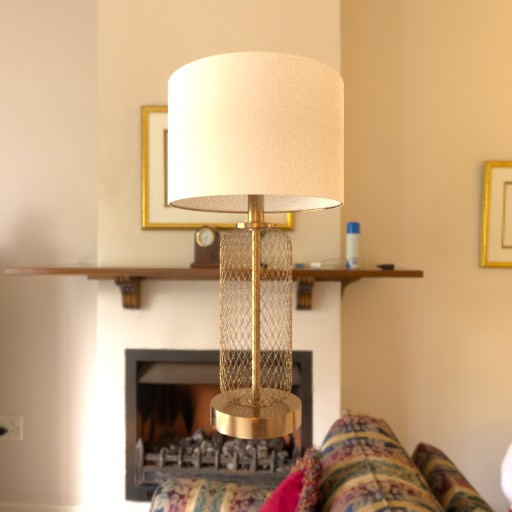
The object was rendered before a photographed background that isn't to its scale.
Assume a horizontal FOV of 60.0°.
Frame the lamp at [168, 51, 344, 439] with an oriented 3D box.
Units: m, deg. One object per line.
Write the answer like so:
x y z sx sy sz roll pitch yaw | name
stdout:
0.000 0.000 0.649 0.252 0.483 0.252 0 0 -37 | lamp
